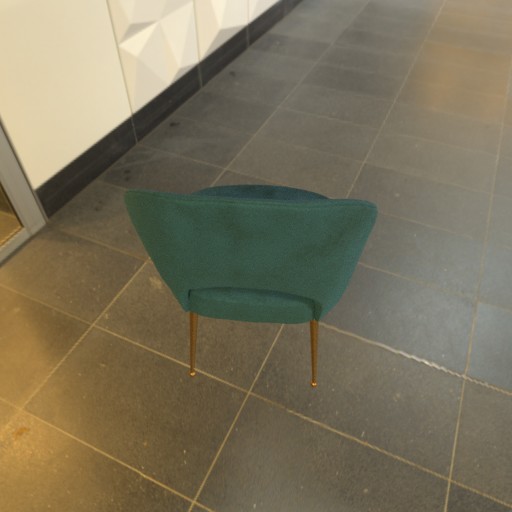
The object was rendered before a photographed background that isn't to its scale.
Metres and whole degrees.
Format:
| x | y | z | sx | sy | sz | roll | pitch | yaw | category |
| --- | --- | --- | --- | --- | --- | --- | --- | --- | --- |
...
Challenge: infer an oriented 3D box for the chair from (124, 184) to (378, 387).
| x | y | z | sx | sy | sz | roll | pitch | yaw | category |
| --- | --- | --- | --- | --- | --- | --- | --- | --- | --- |
| 0.000 | 0.000 | 1.211 | 0.527 | 0.860 | 0.577 | 4 | 47 | 4 | chair |
